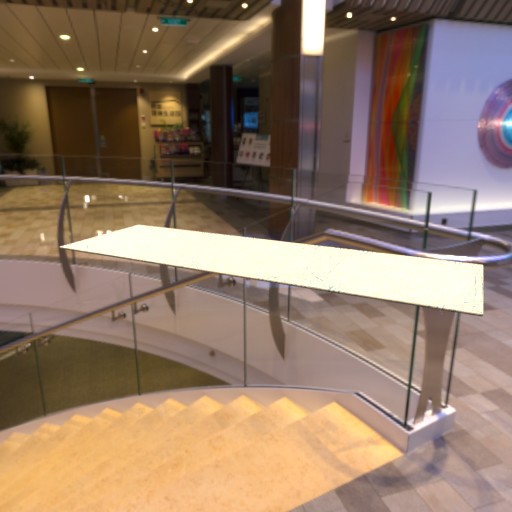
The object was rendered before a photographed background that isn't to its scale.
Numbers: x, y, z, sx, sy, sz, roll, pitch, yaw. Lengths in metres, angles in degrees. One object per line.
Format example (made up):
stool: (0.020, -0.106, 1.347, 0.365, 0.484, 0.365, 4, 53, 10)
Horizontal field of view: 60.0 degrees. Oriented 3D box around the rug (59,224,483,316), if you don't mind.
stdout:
rug: (0.000, 0.000, 2.666, 2.452, 0.012, 0.775, 8, 18, 25)
